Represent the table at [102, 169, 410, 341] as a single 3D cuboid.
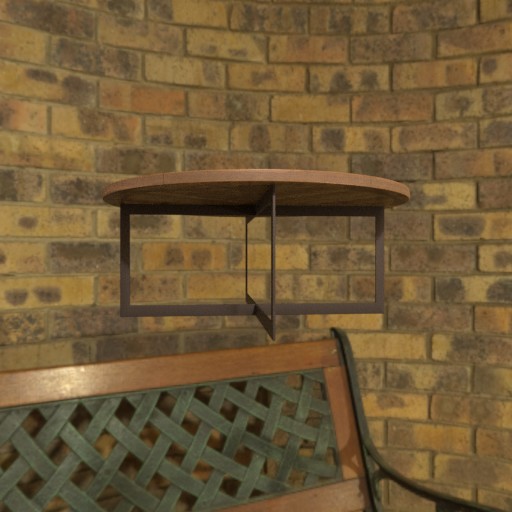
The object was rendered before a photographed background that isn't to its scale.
[{"bbox_3d":[0.000,0.000,1.930,1.264,0.516,1.264,0,0,0],"label":"table"}]
